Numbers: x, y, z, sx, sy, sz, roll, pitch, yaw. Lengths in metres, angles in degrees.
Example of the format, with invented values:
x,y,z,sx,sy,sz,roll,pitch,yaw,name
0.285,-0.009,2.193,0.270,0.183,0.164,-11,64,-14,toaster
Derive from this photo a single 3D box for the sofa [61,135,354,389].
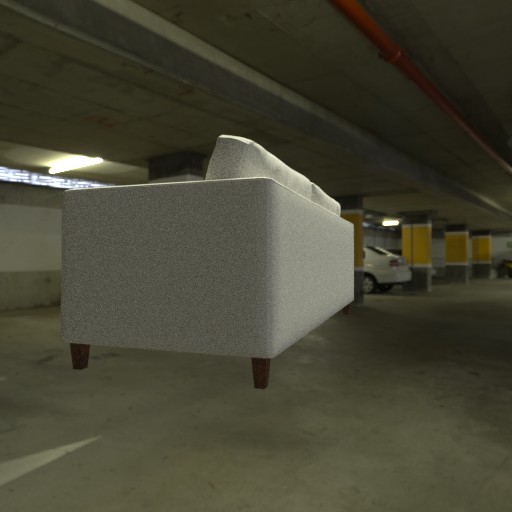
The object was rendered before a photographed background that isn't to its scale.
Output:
x,y,z,sx,sy,sz,roll,pitch,yaw,name
0.000,0.000,2.792,0.951,0.962,2.361,0,0,19,sofa
